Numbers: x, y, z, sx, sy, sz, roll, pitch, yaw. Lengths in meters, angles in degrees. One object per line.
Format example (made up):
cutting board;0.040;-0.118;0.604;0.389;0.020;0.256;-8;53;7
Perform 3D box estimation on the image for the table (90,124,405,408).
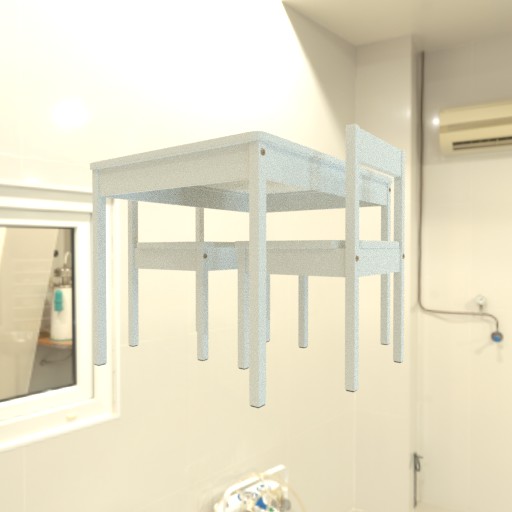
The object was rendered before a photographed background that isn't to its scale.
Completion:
table;0.000;0.000;1.139;0.672;0.503;0.650;1;1;36
